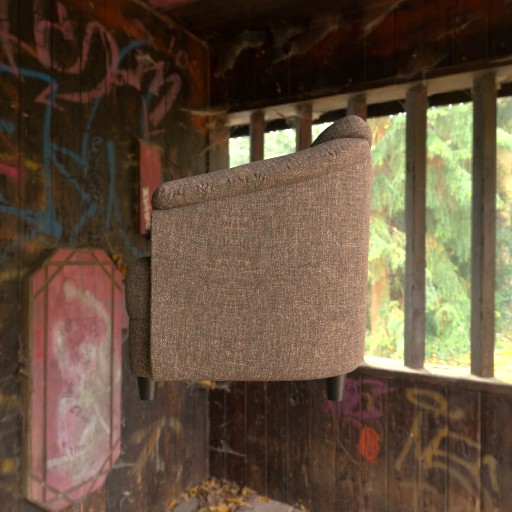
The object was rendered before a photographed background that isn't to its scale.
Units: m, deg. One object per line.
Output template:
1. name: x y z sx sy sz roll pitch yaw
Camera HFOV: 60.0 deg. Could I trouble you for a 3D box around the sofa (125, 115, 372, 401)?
1. sofa: 0.000 0.000 1.926 0.799 0.895 1.404 0 0 1
